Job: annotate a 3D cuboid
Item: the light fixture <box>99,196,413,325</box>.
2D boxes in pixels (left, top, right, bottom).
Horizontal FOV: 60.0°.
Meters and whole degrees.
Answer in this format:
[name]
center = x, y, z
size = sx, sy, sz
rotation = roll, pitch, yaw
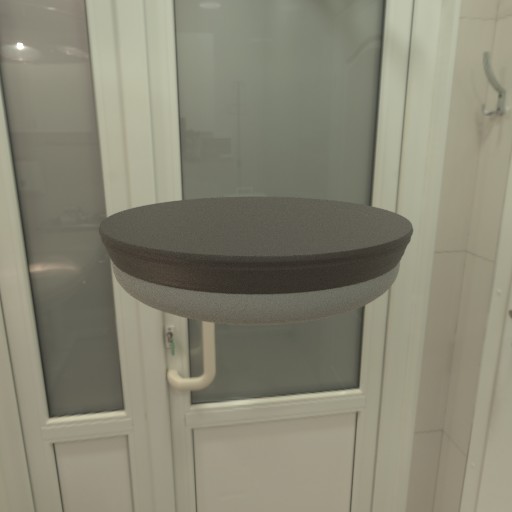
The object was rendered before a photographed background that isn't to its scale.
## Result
[light fixture]
center = 0.000, 0.000, 0.560
size = 0.368, 0.100, 0.368
rotation = 0, 15, 0
